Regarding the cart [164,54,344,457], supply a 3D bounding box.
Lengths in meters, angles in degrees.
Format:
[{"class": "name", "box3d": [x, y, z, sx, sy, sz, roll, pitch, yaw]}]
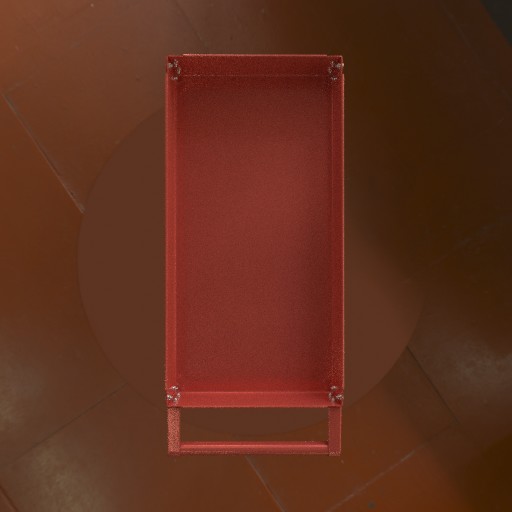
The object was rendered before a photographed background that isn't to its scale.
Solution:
[{"class": "cart", "box3d": [0.000, 0.000, 1.197, 0.366, 0.719, 0.779, 0, 90, 0]}]
